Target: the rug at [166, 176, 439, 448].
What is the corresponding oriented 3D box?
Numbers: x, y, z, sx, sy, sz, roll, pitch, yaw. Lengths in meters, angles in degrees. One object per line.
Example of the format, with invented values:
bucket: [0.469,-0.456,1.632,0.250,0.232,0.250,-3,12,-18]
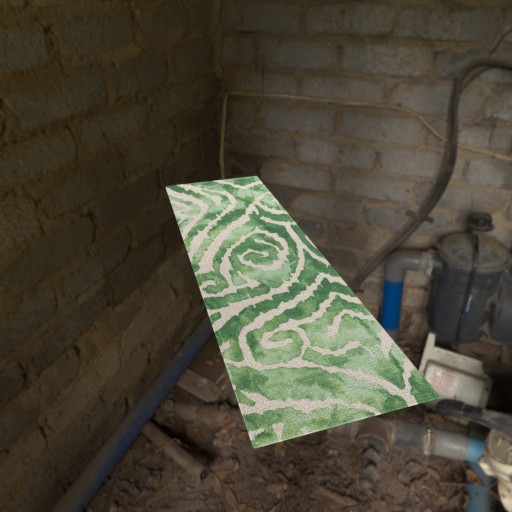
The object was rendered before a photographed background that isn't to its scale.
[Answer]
rug: [0.000,0.000,2.632,0.761,0.006,2.438,-9,33,-14]
